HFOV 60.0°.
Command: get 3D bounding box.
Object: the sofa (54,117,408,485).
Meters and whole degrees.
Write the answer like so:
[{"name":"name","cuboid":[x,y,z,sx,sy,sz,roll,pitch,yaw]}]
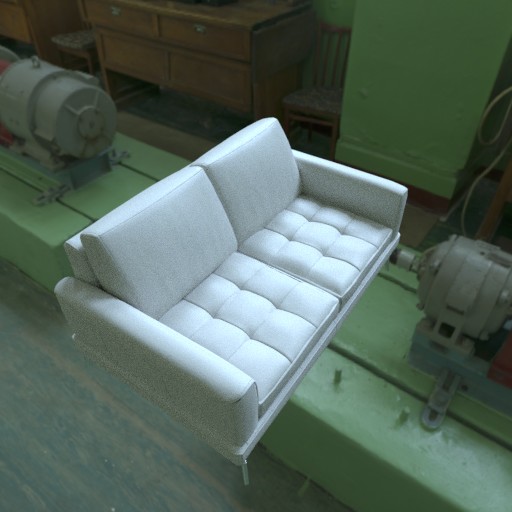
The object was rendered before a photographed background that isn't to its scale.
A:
[{"name":"sofa","cuboid":[0.000,0.000,2.463,1.121,0.930,1.819,25,47,25]}]
